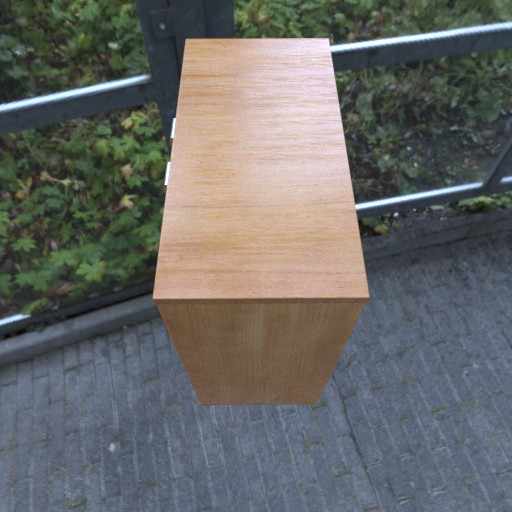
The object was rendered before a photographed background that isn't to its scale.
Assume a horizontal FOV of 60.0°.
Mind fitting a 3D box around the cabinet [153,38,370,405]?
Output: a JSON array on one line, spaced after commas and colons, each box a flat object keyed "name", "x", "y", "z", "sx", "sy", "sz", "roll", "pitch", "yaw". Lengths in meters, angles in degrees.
[{"name": "cabinet", "x": 0.000, "y": 0.000, "z": 1.444, "sx": 0.419, "sy": 1.001, "sz": 0.800, "roll": 0, "pitch": 58, "yaw": 0}]
